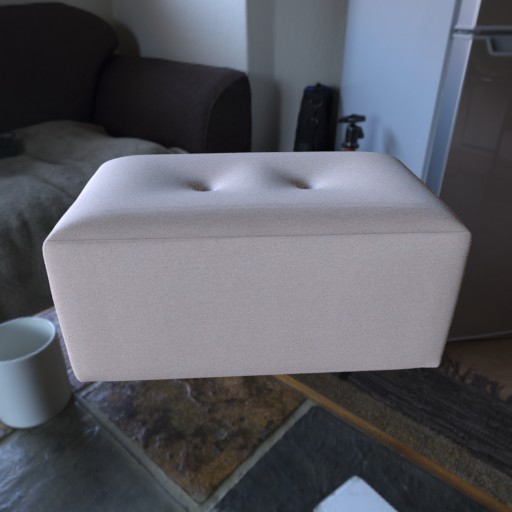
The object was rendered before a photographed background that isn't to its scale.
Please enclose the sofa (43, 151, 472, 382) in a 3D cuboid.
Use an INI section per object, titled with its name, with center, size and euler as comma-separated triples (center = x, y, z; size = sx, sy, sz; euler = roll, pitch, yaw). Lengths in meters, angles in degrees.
[sofa]
center = 0.000, 0.000, 1.209
size = 0.930, 0.470, 0.480
euler = -2, 30, -3
